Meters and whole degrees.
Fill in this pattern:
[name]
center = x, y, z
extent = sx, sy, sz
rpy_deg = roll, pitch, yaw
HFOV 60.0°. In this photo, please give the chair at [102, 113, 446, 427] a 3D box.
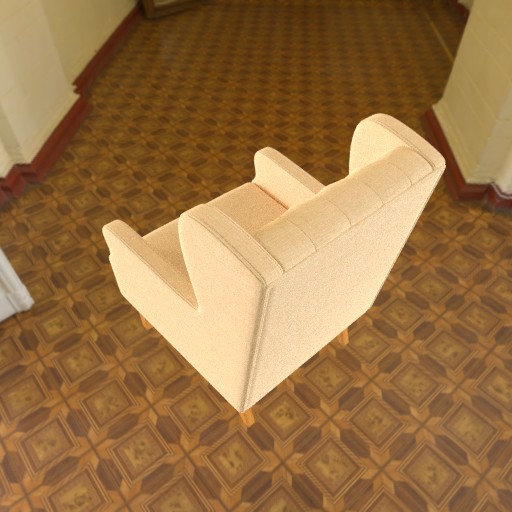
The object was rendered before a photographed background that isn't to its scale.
[chair]
center = 0.000, 0.000, 1.467
extent = 0.710, 0.930, 0.760
rpy_deg = -32, 54, -27
